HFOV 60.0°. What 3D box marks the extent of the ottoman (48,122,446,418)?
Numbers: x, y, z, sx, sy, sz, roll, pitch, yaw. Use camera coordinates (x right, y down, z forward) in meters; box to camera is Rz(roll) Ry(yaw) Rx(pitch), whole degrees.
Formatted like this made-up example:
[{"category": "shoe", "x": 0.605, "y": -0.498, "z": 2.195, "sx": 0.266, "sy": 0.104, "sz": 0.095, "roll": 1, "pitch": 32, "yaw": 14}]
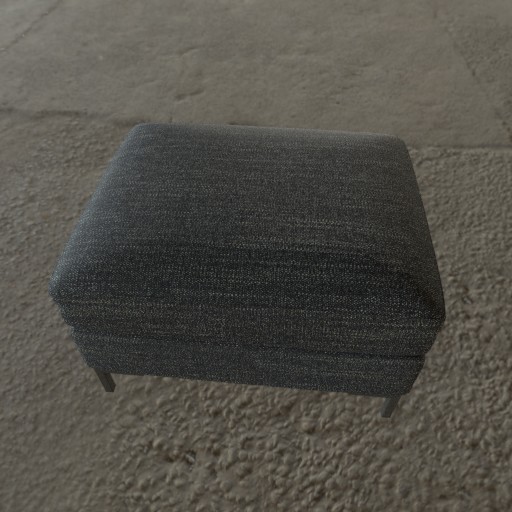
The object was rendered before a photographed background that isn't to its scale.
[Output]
[{"category": "ottoman", "x": 0.000, "y": 0.000, "z": 1.214, "sx": 0.814, "sy": 0.491, "sz": 0.667, "roll": 4, "pitch": 47, "yaw": 4}]
